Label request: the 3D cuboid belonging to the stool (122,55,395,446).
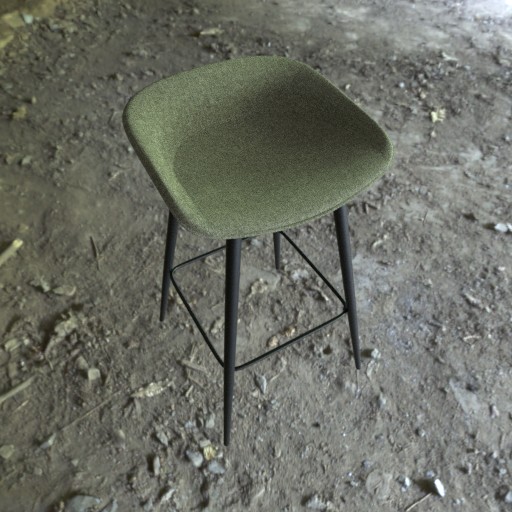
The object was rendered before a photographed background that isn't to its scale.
[{"bbox_3d":[0.000,0.000,1.113,0.469,0.814,0.480,-23,51,-20],"label":"stool"}]
